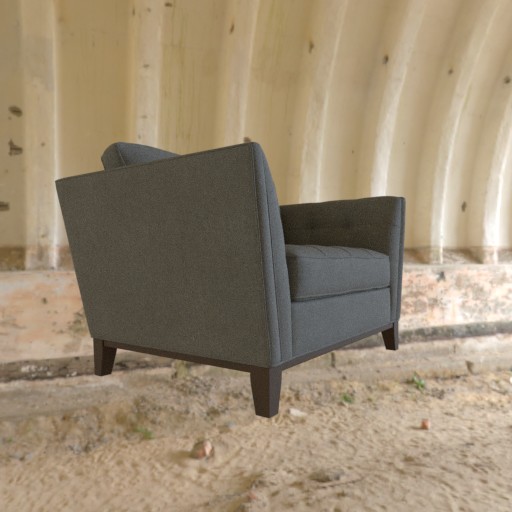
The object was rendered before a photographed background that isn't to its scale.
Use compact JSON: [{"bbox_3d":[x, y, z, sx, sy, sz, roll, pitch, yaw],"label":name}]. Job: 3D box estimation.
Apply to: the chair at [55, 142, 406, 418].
[{"bbox_3d":[0.000,0.000,2.032,0.965,0.942,1.396,0,0,35],"label":"chair"}]
